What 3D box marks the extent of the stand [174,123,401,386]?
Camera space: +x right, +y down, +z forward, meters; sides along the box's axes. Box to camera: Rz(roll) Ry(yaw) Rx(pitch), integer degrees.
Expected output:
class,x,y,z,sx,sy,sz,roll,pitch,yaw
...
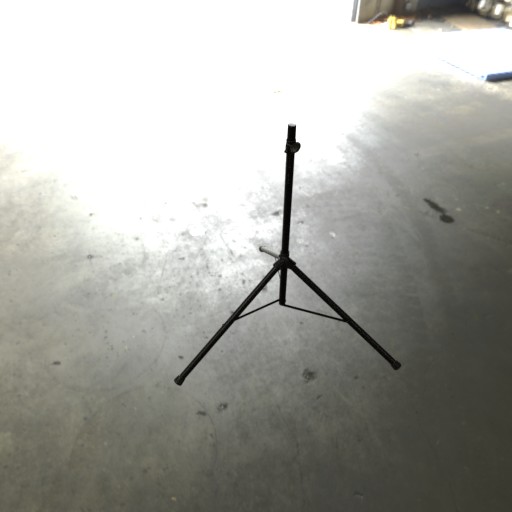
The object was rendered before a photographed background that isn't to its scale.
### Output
class,x,y,z,sx,sy,sz,roll,pitch,yaw
stand,0.000,0.000,2.731,1.339,1.595,1.596,-25,47,-26
